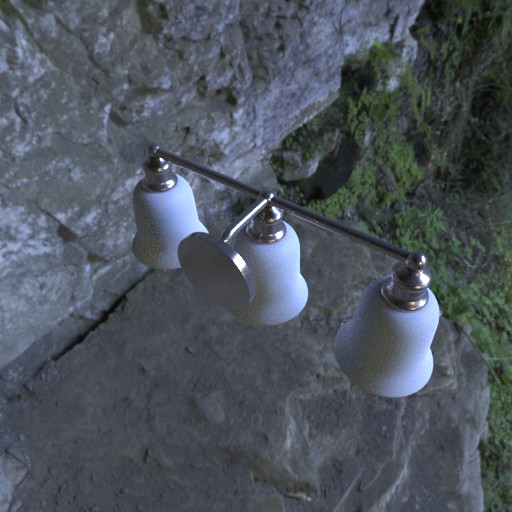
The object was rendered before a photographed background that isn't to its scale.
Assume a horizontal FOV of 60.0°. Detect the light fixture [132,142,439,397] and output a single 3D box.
[{"bbox_3d":[0.000,0.000,0.659,0.570,0.211,0.198,26,51,24],"label":"light fixture"}]
